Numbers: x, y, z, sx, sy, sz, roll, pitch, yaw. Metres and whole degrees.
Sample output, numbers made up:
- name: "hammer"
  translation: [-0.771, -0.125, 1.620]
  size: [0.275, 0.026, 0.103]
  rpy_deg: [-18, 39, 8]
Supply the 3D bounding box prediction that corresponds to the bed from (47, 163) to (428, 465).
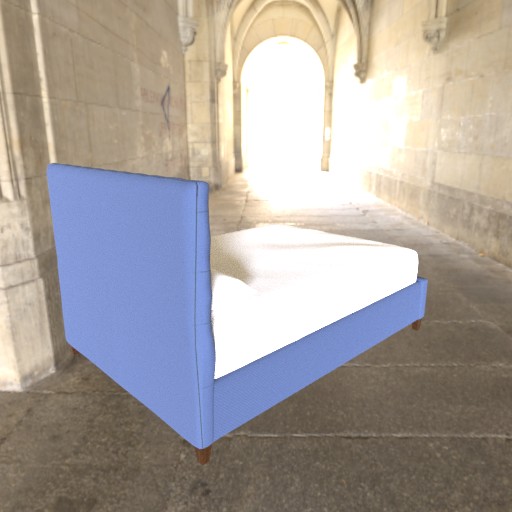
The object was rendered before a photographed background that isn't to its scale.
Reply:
- name: "bed"
  translation: [0.000, 0.000, 3.402]
  size: [2.387, 1.427, 1.706]
  rpy_deg: [-14, 21, -42]
